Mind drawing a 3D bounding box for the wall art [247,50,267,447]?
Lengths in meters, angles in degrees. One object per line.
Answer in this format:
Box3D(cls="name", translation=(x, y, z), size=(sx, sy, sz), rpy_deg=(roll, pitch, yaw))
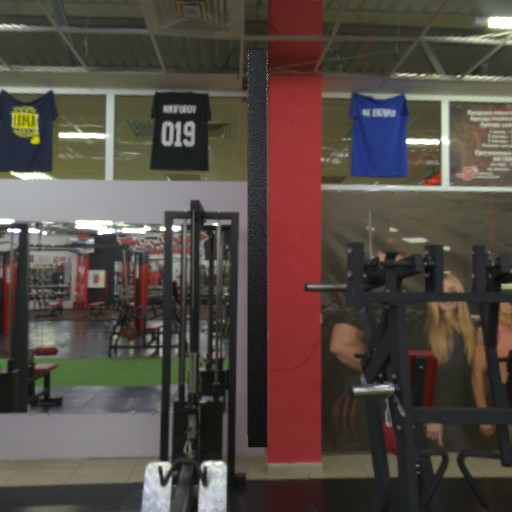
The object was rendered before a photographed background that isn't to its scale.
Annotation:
Box3D(cls="wall art", translation=(0.000, 0.000, 0.825), size=(0.022, 0.446, 0.659), rpy_deg=(0, -2, 0))
